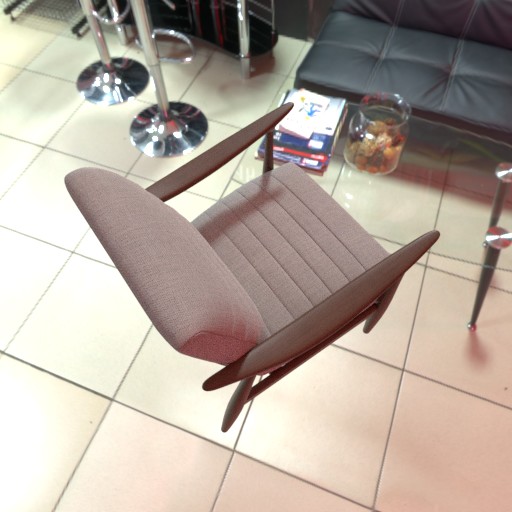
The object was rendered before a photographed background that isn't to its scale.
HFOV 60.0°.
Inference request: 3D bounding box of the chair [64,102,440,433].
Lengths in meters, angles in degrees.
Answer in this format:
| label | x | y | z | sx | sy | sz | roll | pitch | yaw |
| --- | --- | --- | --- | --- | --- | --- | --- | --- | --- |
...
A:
| label | x | y | z | sx | sy | sz | roll | pitch | yaw |
| --- | --- | --- | --- | --- | --- | --- | --- | --- | --- |
| chair | 0.000 | 0.000 | 1.428 | 0.798 | 0.832 | 0.741 | -32 | 64 | -18 |
